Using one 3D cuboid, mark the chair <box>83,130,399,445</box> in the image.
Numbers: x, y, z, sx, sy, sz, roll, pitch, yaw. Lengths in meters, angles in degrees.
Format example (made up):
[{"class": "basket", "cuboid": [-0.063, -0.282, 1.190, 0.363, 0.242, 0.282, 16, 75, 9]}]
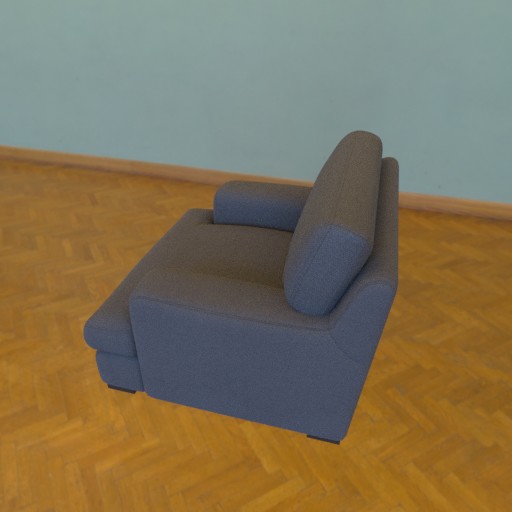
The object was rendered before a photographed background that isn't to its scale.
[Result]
[{"class": "chair", "cuboid": [0.000, 0.000, 1.997, 1.143, 0.940, 1.168, 8, 33, 13]}]
